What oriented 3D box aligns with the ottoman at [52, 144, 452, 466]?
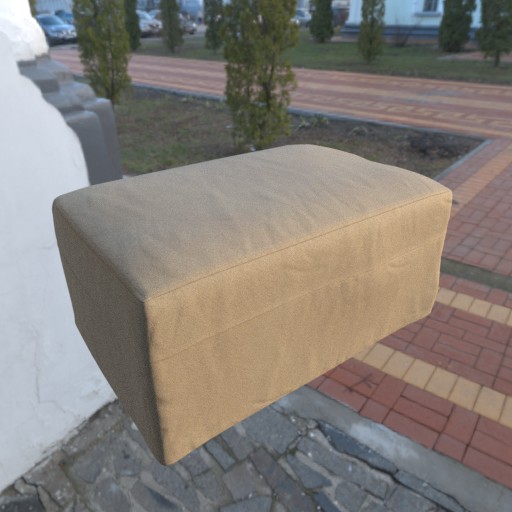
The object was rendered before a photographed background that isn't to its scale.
[{"bbox_3d":[0.000,0.000,1.162,0.872,0.444,0.590,-20,34,-31],"label":"ottoman"}]
